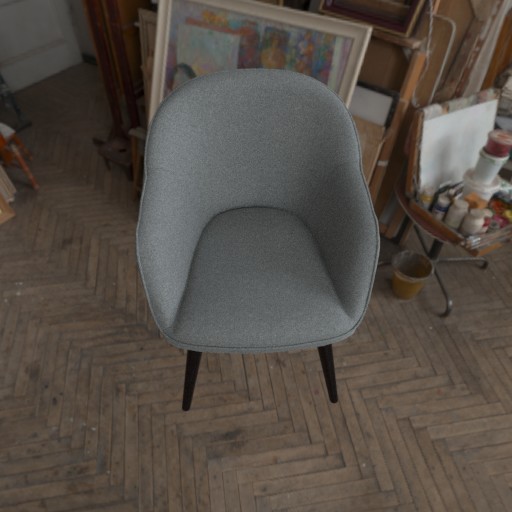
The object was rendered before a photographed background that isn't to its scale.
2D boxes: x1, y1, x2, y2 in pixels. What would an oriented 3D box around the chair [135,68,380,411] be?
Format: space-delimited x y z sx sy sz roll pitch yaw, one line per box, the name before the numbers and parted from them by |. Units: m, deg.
chair | 0.000 0.000 1.259 0.589 0.810 0.611 -2 47 -2
